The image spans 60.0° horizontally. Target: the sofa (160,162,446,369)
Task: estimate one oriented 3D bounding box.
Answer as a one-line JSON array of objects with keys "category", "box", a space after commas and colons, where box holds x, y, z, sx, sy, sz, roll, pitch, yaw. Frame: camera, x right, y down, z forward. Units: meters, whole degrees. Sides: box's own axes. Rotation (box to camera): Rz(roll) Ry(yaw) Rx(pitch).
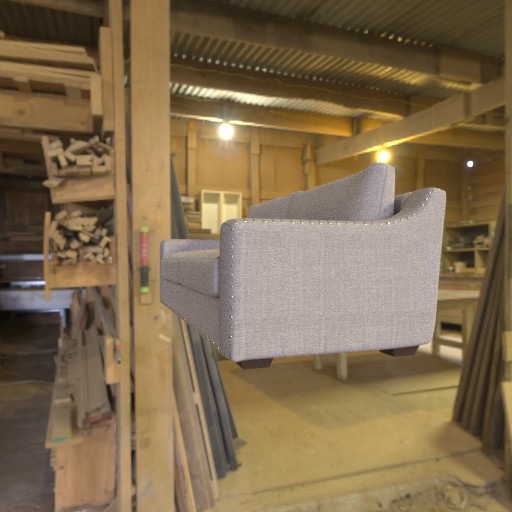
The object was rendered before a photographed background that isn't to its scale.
[{"category": "sofa", "box": [0.000, 0.000, 2.788, 1.000, 0.857, 2.208, 0, 0, -19]}]
